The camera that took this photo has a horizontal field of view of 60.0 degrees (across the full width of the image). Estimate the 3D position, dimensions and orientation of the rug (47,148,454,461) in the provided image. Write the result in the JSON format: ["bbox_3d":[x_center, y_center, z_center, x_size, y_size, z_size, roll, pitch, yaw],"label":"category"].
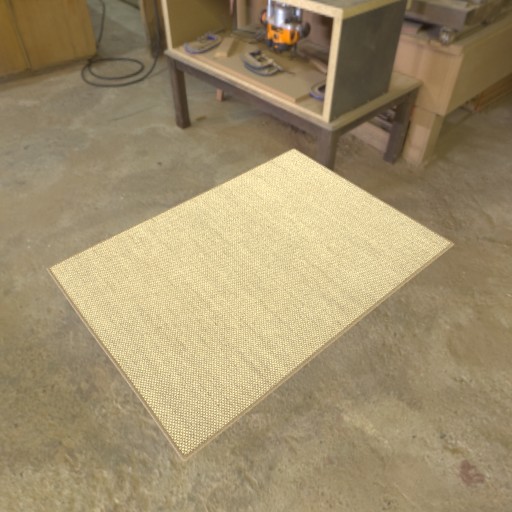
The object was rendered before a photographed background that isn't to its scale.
[{"bbox_3d":[0.000,0.000,2.805,2.115,0.013,1.517,-31,53,-27],"label":"rug"}]
